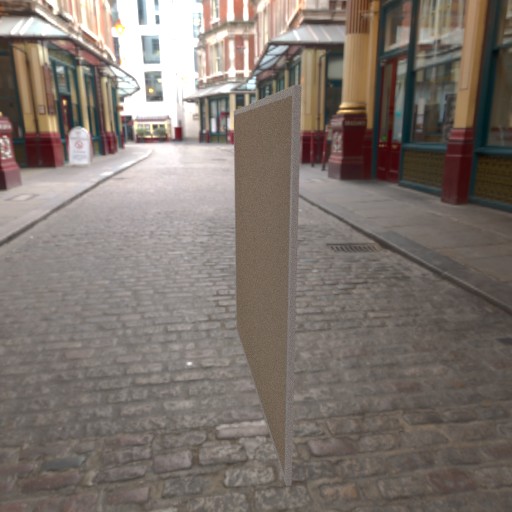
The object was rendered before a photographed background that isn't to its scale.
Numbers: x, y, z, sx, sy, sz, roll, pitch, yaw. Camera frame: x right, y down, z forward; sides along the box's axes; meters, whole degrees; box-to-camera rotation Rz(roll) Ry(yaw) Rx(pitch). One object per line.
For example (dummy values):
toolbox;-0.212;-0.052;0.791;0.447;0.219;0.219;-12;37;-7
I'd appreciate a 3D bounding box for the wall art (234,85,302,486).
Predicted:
wall art;0.000;0.000;0.695;0.007;0.456;0.456;-3;15;-10
